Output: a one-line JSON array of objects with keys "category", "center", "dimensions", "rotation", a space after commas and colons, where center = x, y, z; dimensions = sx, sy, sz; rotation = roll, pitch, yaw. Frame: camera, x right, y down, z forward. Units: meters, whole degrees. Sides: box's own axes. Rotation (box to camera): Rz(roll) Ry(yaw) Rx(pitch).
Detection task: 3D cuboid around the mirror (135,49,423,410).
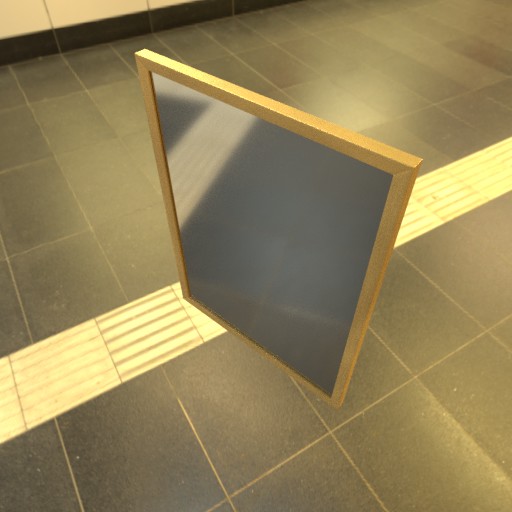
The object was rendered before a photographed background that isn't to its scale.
[{"category": "mirror", "center": [0.000, 0.000, 1.337], "dimensions": [0.762, 1.016, 0.040], "rotation": [31, 54, 26]}]
